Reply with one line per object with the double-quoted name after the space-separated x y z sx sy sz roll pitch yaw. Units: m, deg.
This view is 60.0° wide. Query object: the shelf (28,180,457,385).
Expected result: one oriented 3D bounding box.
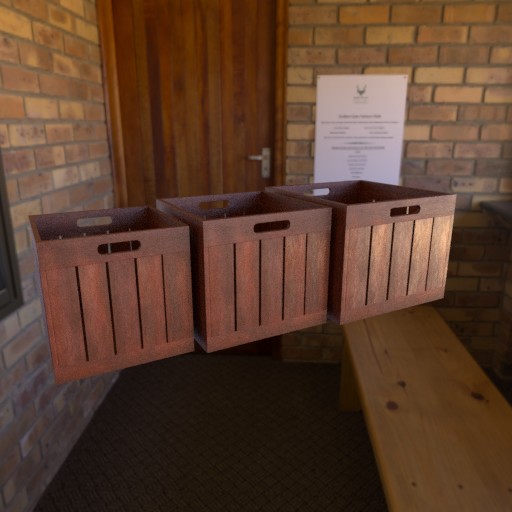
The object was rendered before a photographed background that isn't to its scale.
0.000 0.000 1.203 1.064 0.311 0.393 -9 18 -27 "shelf"
